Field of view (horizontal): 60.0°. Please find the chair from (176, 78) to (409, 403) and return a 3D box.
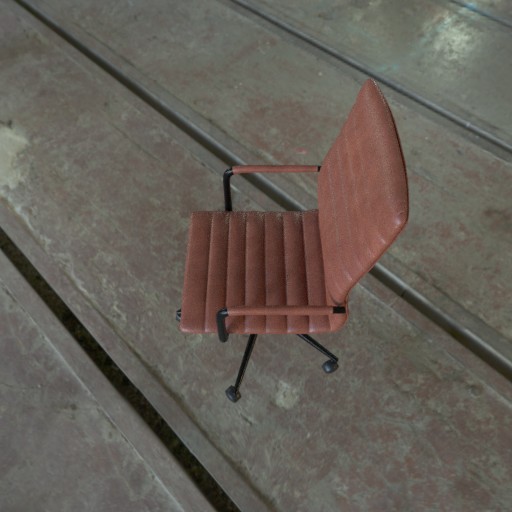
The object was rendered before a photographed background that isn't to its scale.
[{"bbox_3d":[0.000,0.000,1.251,0.578,0.878,0.600,0,57,0],"label":"chair"}]
